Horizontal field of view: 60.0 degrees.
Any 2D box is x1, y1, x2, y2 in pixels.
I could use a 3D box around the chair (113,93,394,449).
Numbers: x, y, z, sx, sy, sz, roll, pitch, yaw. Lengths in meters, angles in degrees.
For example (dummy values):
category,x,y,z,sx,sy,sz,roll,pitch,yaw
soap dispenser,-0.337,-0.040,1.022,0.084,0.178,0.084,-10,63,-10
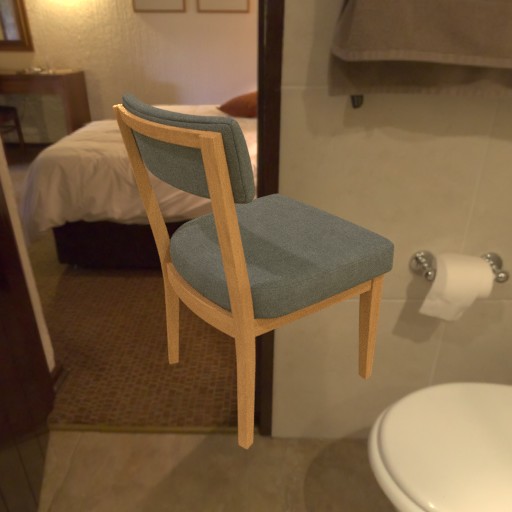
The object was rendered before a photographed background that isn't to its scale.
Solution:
category,x,y,z,sx,sy,sz,roll,pitch,yaw
chair,0.000,0.000,1.211,0.572,0.832,0.508,-18,32,-32
